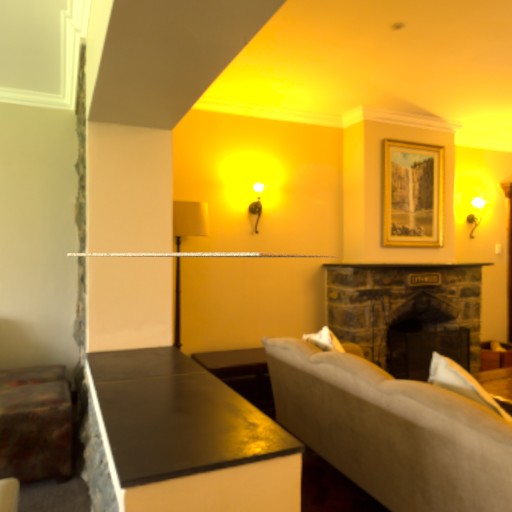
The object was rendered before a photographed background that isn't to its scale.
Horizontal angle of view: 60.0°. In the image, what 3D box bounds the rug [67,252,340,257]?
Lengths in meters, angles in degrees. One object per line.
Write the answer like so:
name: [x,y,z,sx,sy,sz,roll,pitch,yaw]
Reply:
rug: [0.000,0.000,2.746,0.775,0.012,2.452,0,0,17]
